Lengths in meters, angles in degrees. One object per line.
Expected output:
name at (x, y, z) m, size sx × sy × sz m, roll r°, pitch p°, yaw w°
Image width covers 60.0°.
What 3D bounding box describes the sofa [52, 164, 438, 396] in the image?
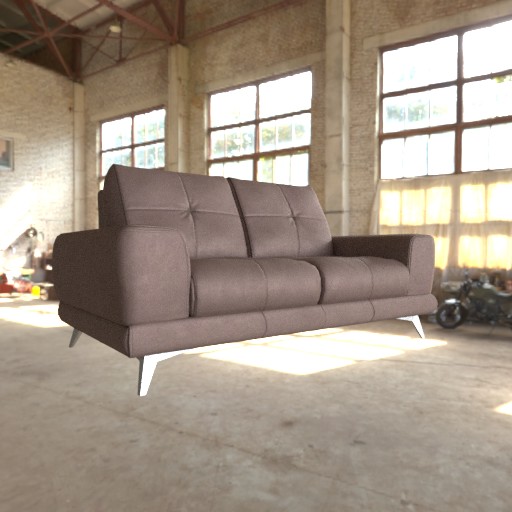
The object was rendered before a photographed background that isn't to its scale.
sofa at (0.000, 0.000, 2.315) m, size 1.806 × 0.907 × 1.018 m, roll -1°, pitch 1°, yaw -36°
